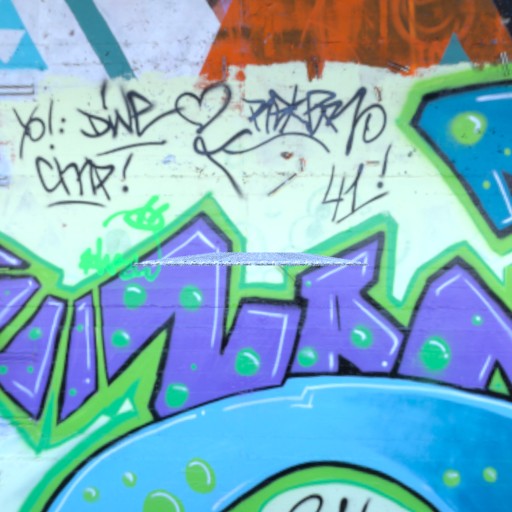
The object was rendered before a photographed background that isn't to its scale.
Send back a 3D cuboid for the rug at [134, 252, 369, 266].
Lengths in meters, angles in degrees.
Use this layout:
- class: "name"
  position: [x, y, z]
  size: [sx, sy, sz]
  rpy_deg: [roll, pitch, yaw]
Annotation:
- class: "rug"
  position: [0.000, 0.000, 2.692]
  size: [0.786, 0.013, 2.480]
  rpy_deg: [0, 1, 1]
